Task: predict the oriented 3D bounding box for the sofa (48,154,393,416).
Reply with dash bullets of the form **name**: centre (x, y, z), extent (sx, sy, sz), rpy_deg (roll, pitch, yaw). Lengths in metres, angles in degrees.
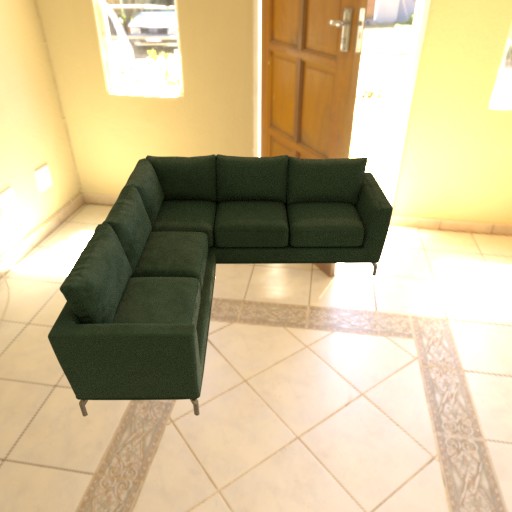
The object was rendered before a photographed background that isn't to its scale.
- **sofa**: centre (0.000, 0.000, 3.717), extent (2.452, 1.004, 2.468), rpy_deg (0, 33, 0)
